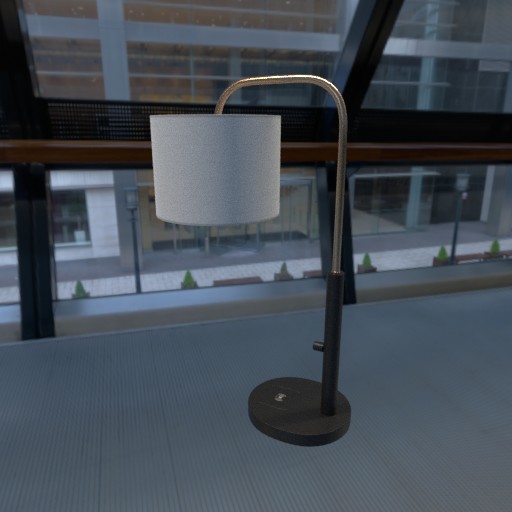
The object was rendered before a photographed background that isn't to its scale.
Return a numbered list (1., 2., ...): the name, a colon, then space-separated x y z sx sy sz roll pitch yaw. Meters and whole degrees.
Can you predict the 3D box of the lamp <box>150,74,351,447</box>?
1. lamp: 0.000 0.000 0.715 0.337 0.540 0.199 8 18 26
